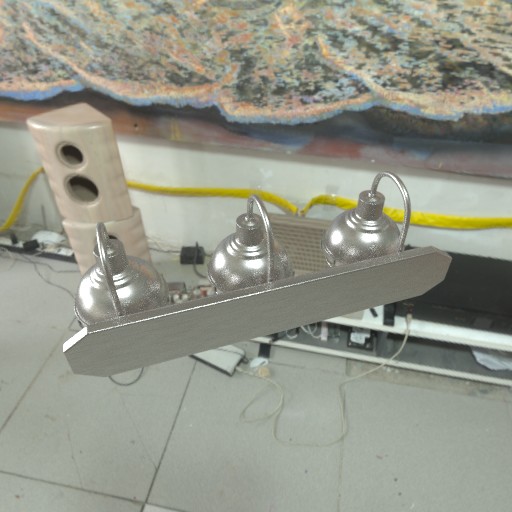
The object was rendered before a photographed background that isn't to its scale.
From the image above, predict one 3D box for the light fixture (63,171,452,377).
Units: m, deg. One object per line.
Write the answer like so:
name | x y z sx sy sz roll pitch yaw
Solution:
light fixture | 0.000 0.000 0.768 0.634 0.254 0.229 -12 43 -13
